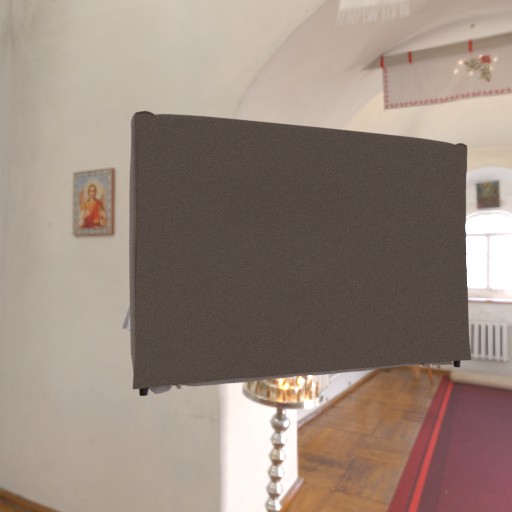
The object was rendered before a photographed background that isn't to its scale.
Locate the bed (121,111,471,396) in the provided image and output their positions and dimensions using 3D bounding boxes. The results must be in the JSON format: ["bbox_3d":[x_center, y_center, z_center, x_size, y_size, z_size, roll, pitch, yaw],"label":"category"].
[{"bbox_3d":[0.000,0.000,3.372,1.925,1.332,2.276,0,-1,-18],"label":"bed"}]
